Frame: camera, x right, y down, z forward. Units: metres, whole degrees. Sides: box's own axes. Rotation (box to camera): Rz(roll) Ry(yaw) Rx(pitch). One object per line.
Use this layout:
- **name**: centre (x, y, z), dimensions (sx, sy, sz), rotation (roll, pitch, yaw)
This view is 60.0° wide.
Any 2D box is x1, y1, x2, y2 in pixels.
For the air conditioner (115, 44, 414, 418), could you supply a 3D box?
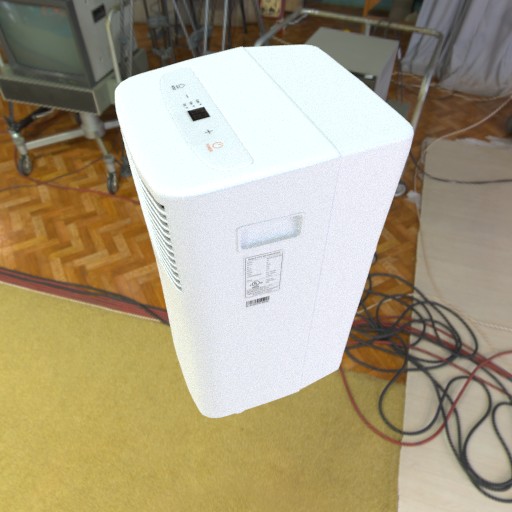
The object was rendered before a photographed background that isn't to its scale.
- **air conditioner**: centre (0.000, 0.000, 0.789), dimensions (0.349, 0.606, 0.304), rotation (-17, 50, -15)
